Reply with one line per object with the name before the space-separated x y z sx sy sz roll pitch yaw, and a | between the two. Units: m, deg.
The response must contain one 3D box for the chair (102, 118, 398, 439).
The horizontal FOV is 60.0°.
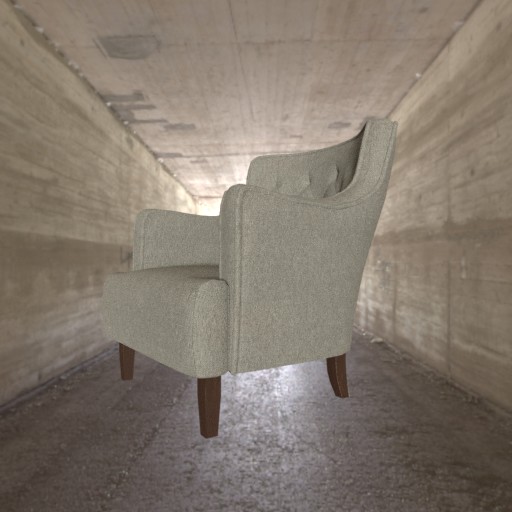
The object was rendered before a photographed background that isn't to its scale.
chair | 0.000 0.000 1.594 0.910 0.920 0.820 0 0 -35
